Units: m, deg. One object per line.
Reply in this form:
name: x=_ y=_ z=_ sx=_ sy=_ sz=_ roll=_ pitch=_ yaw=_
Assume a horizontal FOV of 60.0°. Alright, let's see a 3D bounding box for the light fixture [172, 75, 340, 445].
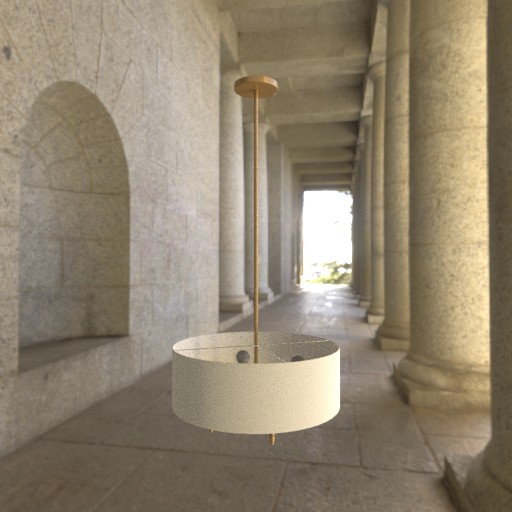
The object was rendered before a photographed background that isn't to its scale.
light fixture: x=0.000 y=0.000 z=1.372 sx=0.508 sy=1.067 sz=0.508 roll=0 pitch=-1 yaw=0
